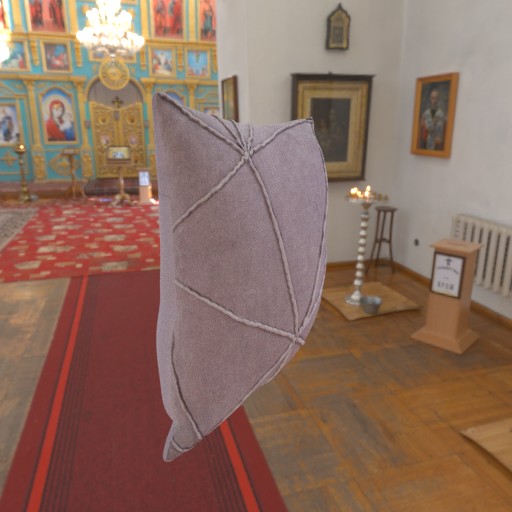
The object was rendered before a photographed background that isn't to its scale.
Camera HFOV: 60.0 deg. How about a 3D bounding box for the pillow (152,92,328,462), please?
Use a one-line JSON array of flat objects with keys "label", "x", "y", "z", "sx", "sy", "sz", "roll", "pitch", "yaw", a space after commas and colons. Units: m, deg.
[{"label": "pillow", "x": 0.000, "y": 0.000, "z": 0.681, "sx": 0.185, "sy": 0.440, "sz": 0.439, "roll": 8, "pitch": 17, "yaw": 28}]
